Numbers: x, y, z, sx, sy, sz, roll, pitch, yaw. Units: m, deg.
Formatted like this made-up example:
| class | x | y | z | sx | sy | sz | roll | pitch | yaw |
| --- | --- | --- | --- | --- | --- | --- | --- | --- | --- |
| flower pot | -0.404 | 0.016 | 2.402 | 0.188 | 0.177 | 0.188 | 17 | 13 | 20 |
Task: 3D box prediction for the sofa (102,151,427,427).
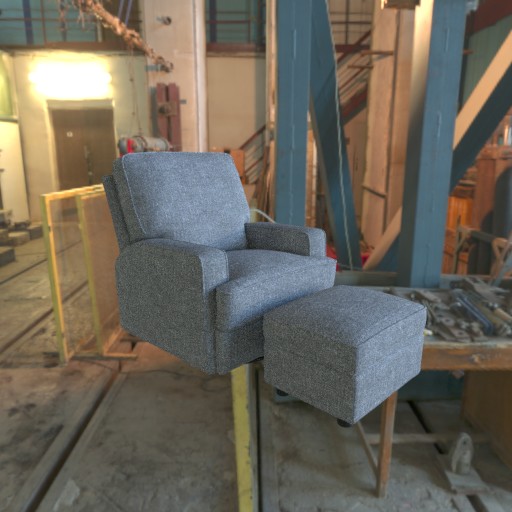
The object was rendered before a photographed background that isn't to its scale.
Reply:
| class | x | y | z | sx | sy | sz | roll | pitch | yaw |
| --- | --- | --- | --- | --- | --- | --- | --- | --- | --- |
| sofa | 0.000 | 0.000 | 2.095 | 1.472 | 0.959 | 0.861 | 13 | 18 | 43 |
